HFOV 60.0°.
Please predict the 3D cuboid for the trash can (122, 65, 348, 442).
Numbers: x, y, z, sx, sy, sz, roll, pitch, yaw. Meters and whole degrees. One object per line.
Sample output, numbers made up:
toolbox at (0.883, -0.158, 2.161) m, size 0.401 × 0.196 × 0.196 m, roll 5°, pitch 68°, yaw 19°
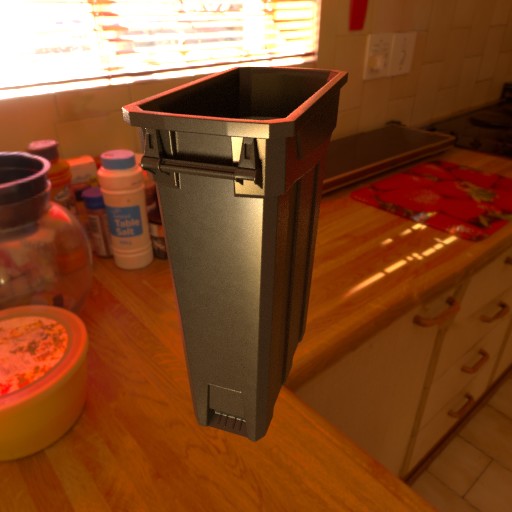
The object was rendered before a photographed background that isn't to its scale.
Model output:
trash can at (0.000, 0.000, 1.050) m, size 0.281 × 0.762 × 0.559 m, roll 10°, pitch 32°, yaw 16°
